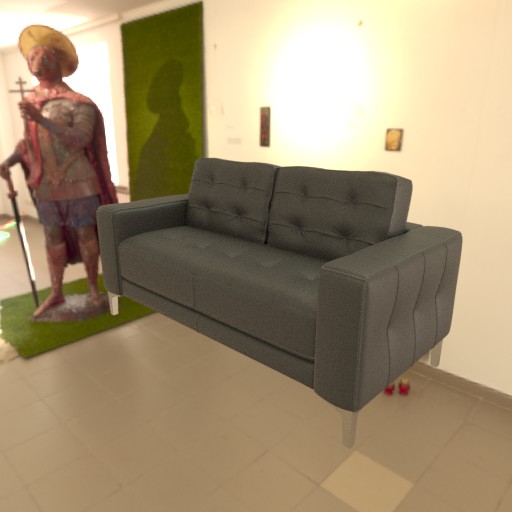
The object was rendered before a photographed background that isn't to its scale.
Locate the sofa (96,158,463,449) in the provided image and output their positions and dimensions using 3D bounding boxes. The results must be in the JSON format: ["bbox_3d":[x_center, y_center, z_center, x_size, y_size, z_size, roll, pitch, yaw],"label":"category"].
[{"bbox_3d":[0.000,0.000,2.226,1.726,0.893,0.833,16,23,41],"label":"sofa"}]
